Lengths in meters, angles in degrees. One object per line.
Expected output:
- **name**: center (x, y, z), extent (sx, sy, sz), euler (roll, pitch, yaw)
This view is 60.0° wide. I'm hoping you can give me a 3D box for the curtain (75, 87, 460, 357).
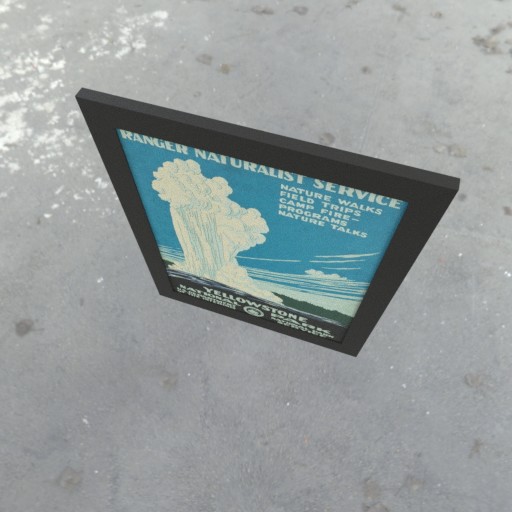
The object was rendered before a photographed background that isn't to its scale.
- **curtain**: center (0.000, 0.000, 0.788), extent (0.483, 0.585, 0.027), euler (16, 61, 9)
